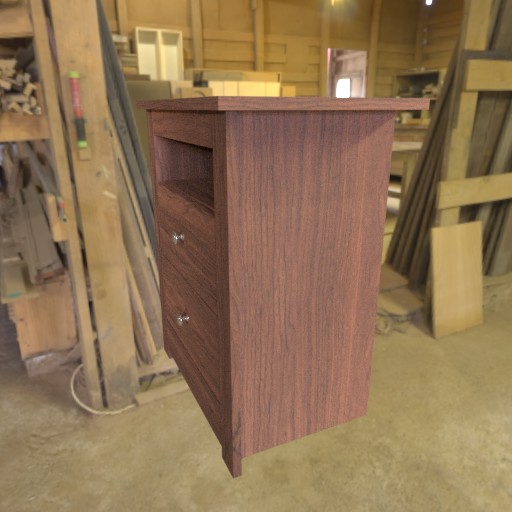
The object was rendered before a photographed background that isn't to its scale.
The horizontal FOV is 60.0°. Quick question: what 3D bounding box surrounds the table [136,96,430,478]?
[{"bbox_3d":[0.000,0.000,1.071,0.406,0.711,0.589,-9,20,-24],"label":"table"}]
